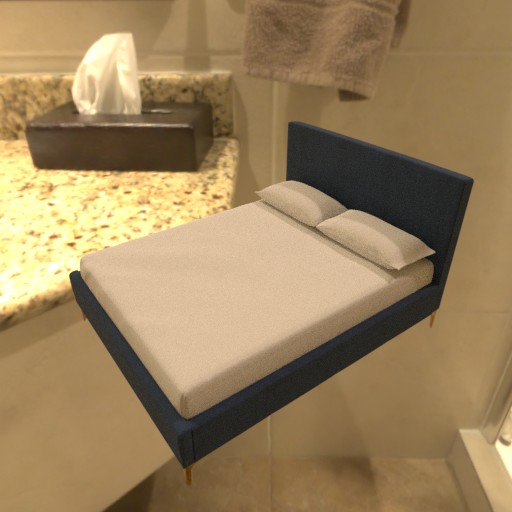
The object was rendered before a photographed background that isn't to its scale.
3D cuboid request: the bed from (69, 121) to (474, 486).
[{"bbox_3d":[0.000,0.000,3.123,2.172,1.231,1.723,-21,38,-30],"label":"bed"}]
